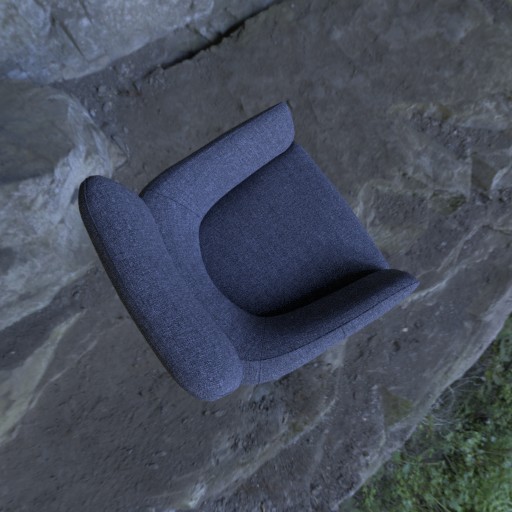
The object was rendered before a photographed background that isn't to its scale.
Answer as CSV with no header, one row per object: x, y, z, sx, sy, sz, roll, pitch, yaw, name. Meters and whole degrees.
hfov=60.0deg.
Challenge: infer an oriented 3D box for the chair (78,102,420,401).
0.000,0.000,1.371,0.715,0.812,0.706,-32,78,-8,chair
